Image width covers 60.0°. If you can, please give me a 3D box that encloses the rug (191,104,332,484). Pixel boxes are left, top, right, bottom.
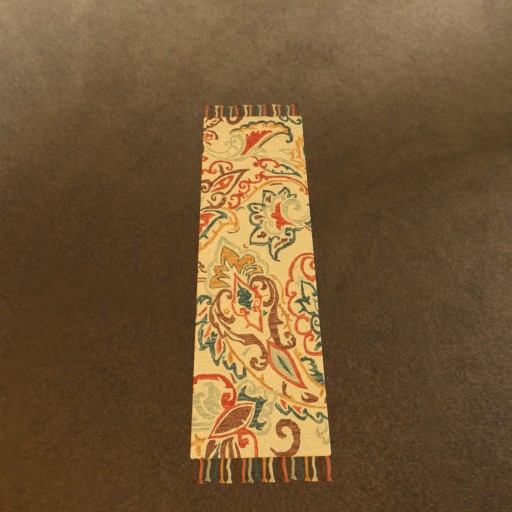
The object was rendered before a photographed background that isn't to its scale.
[{"bbox_3d":[0.000,0.000,2.946,0.763,0.015,2.682,-1,64,-1],"label":"rug"}]
